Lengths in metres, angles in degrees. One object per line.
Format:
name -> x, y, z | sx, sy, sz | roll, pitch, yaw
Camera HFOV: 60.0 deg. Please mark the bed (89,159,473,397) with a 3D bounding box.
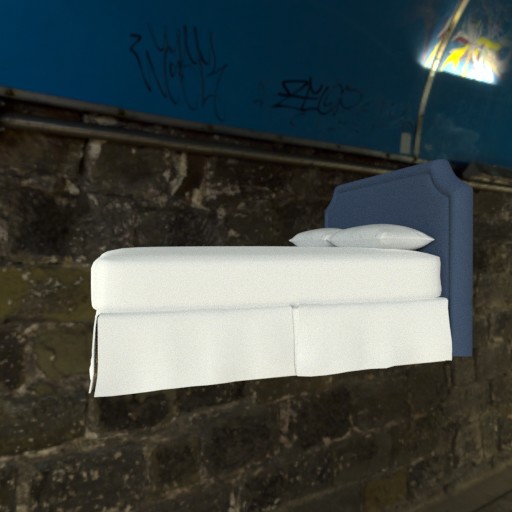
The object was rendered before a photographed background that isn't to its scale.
bed -> 0.000, 0.000, 3.247 | 2.260, 1.297, 1.831 | 0, 1, -18
